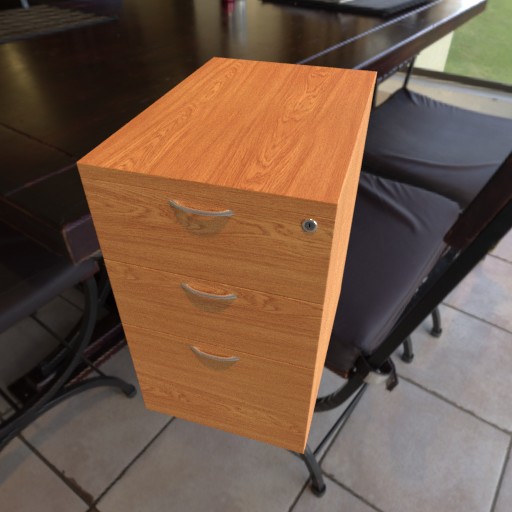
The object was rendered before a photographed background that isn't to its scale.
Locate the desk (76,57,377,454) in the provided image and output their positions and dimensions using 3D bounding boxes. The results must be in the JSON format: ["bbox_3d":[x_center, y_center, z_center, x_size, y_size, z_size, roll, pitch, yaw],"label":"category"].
[{"bbox_3d":[0.000,0.000,1.082,0.404,0.730,0.600,11,41,13],"label":"desk"}]
